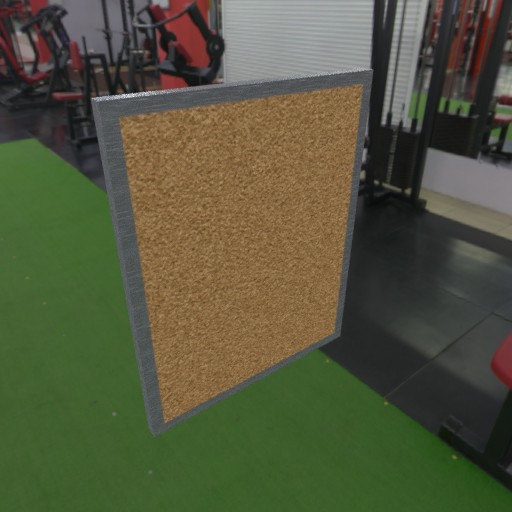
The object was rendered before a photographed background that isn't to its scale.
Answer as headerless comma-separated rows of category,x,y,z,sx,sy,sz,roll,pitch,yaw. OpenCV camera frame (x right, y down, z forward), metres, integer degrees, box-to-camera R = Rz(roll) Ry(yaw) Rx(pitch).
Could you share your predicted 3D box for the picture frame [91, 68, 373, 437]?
picture frame,0.000,0.000,0.754,0.454,0.559,0.029,-20,35,-31
